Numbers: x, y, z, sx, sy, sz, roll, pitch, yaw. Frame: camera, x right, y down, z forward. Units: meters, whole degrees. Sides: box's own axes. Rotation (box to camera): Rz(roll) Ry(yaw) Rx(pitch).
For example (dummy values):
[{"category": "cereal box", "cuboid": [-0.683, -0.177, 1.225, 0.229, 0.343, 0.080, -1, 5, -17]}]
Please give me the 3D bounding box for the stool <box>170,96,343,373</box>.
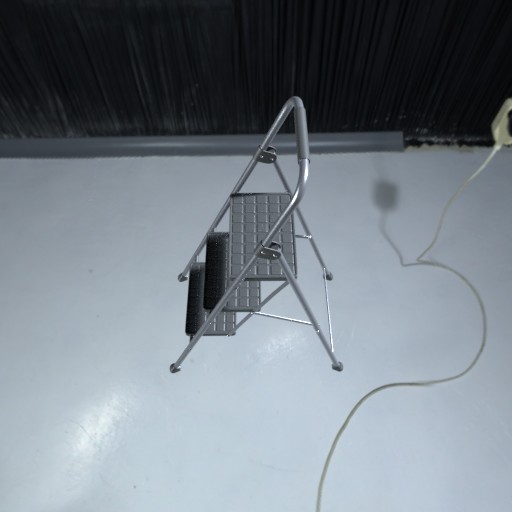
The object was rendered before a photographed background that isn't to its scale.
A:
[{"category": "stool", "cuboid": [0.000, 0.000, 1.501, 0.733, 1.121, 0.473, 0, 59, 0]}]
